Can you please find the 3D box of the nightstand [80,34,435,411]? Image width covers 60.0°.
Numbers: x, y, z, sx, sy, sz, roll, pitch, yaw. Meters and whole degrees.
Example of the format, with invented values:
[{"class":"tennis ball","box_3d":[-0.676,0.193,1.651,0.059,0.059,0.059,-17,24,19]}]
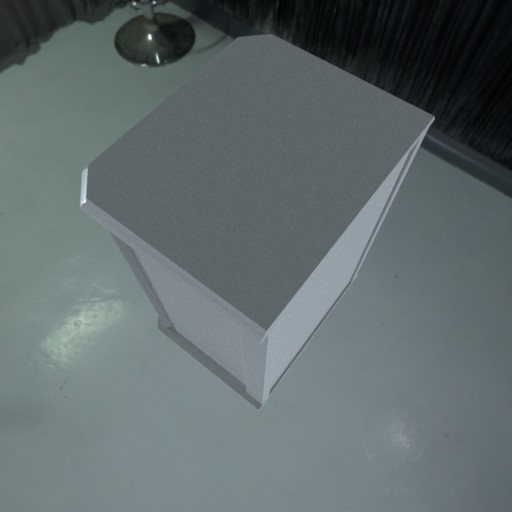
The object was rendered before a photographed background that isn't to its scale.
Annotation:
[{"class":"nightstand","box_3d":[0.000,0.000,0.929,0.348,0.680,0.435,34,68,16]}]
